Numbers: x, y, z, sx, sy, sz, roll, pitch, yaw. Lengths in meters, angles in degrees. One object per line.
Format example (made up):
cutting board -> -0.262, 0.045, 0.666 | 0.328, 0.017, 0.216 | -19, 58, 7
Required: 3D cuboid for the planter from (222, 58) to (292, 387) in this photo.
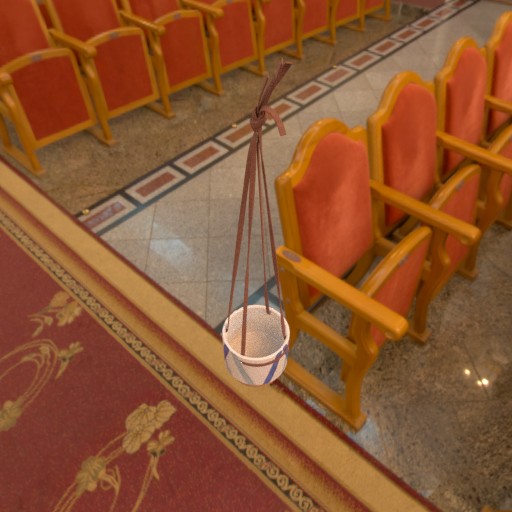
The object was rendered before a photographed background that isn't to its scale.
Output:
planter -> 0.000, 0.000, 0.831 | 0.157, 0.753, 0.153 | 33, 53, 29
